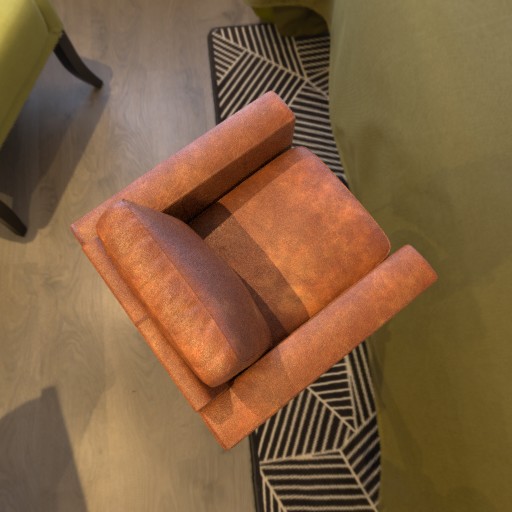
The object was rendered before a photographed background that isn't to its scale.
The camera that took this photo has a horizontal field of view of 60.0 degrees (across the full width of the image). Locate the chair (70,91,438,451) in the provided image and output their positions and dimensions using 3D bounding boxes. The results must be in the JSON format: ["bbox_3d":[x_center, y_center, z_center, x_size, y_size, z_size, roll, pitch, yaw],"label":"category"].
[{"bbox_3d":[0.000,0.000,1.760,1.016,0.873,1.005,-37,78,-9],"label":"chair"}]
